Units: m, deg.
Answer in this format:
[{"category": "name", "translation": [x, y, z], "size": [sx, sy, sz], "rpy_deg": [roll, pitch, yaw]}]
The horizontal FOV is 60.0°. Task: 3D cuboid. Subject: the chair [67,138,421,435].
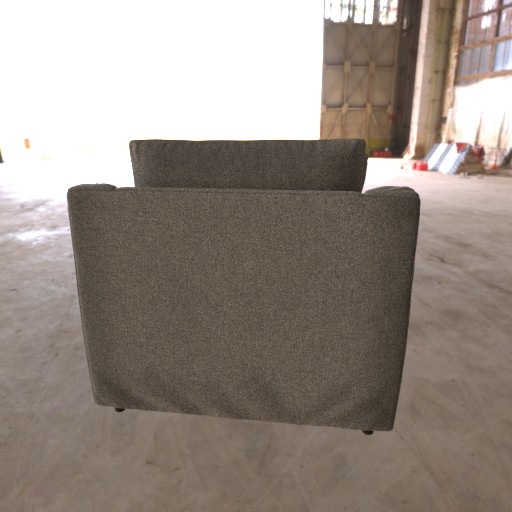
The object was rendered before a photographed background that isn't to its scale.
[{"category": "chair", "translation": [0.000, 0.000, 2.019], "size": [1.194, 1.059, 1.071], "rpy_deg": [2, 17, 8]}]
